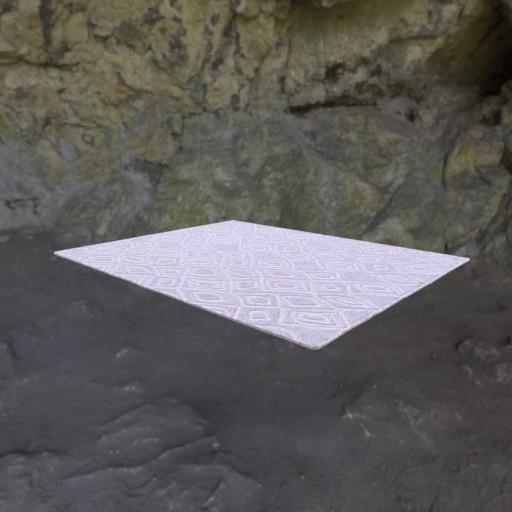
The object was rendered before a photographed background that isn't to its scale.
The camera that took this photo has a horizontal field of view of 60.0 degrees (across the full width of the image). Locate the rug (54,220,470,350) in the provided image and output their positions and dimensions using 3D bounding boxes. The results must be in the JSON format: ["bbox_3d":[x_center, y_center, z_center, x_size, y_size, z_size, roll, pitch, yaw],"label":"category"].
[{"bbox_3d":[0.000,0.000,4.131,3.049,0.025,2.449,13,19,41],"label":"rug"}]
